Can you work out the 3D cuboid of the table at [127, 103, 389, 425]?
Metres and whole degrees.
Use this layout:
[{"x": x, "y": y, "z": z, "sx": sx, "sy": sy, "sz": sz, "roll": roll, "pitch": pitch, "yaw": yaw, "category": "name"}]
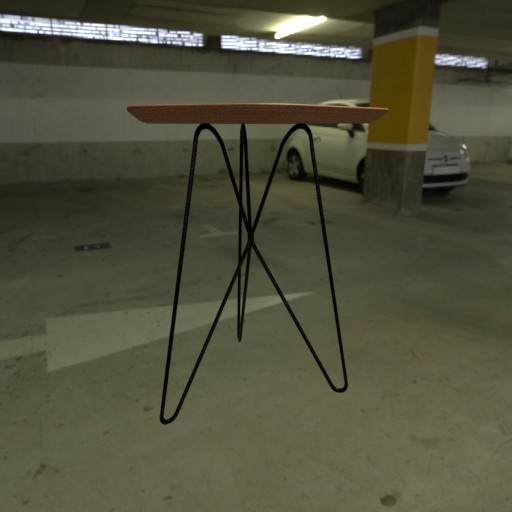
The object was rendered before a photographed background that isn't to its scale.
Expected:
[{"x": 0.000, "y": 0.000, "z": 0.895, "sx": 0.500, "sy": 0.562, "sz": 0.400, "roll": -15, "pitch": 22, "yaw": -41, "category": "table"}]
